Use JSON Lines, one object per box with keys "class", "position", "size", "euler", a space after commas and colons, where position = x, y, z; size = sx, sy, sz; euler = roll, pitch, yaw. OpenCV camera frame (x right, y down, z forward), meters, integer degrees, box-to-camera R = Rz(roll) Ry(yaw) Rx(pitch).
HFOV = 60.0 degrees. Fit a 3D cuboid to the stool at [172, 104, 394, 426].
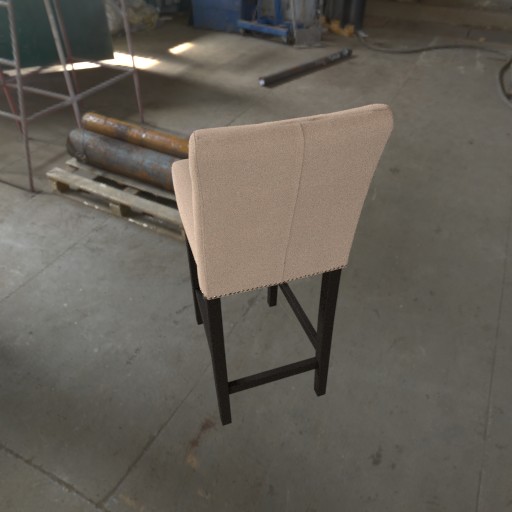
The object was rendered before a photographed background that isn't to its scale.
{"class": "stool", "position": [0.000, 0.000, 1.324], "size": [0.411, 1.047, 0.548], "euler": [-13, 42, -14]}
